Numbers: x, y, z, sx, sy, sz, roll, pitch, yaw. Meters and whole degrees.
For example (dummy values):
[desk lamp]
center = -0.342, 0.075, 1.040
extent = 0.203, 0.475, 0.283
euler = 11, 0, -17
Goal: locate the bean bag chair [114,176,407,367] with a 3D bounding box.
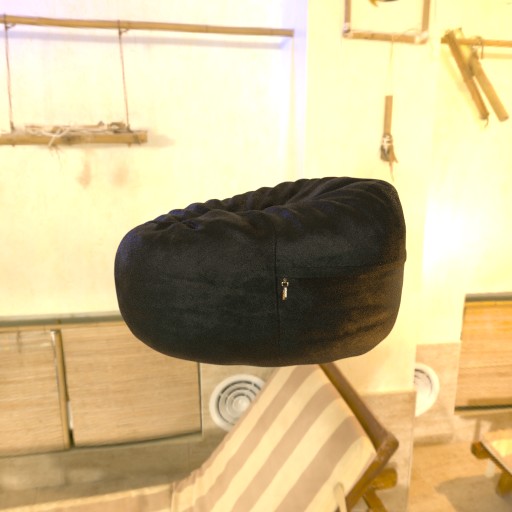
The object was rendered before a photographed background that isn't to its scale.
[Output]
[bean bag chair]
center = 0.000, 0.000, 2.489
extent = 1.524, 0.878, 1.524
euler = -2, 12, -10
